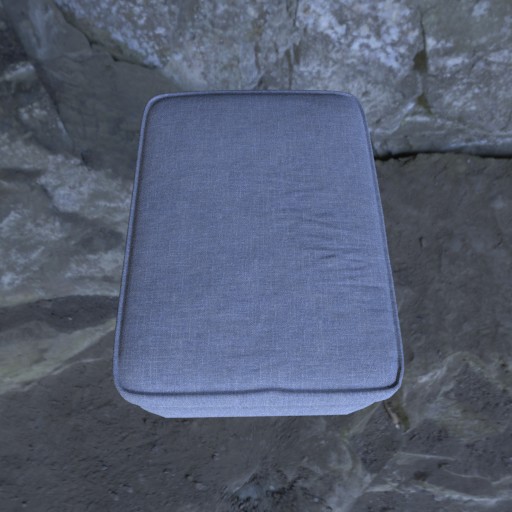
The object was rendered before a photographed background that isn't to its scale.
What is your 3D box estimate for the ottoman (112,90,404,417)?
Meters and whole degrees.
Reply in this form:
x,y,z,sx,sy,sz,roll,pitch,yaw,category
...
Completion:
x,y,z,sx,sy,sz,roll,pitch,yaw,category
0.000,0.000,1.132,0.559,0.457,0.762,-1,64,0,ottoman
